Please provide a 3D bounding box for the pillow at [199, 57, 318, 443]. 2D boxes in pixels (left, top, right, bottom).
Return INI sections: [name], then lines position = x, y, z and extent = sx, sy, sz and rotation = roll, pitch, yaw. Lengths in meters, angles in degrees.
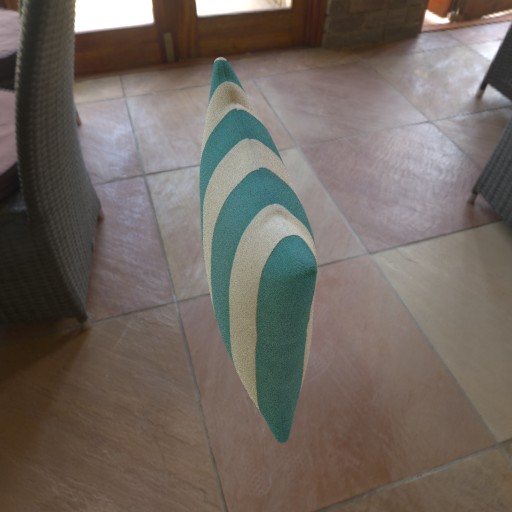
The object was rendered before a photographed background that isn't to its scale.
[pillow]
position = 0.000, 0.000, 0.821
extent = 0.189, 0.526, 0.536
rotation = -11, 48, -10
